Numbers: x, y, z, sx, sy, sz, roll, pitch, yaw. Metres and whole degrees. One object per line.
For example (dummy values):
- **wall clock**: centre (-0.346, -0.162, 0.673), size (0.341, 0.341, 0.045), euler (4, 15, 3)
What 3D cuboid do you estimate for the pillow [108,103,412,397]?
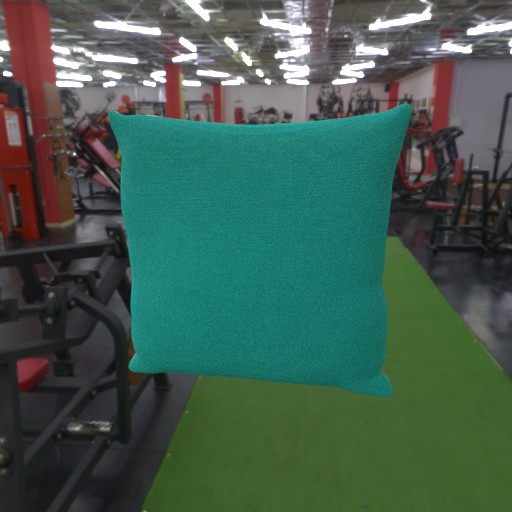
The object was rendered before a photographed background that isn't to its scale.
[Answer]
- **pillow**: centre (0.000, 0.000, 0.680), size (0.440, 0.441, 0.182), euler (2, 17, 8)
